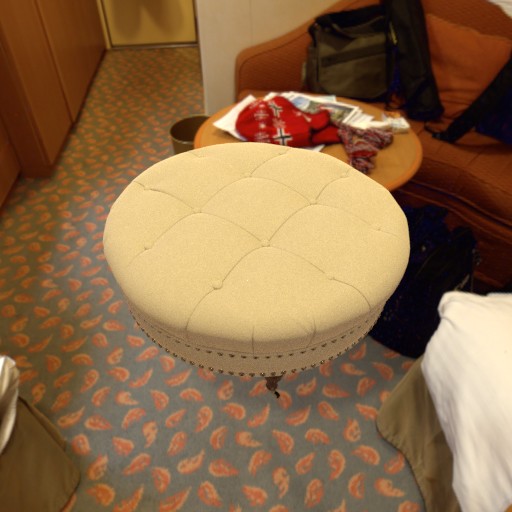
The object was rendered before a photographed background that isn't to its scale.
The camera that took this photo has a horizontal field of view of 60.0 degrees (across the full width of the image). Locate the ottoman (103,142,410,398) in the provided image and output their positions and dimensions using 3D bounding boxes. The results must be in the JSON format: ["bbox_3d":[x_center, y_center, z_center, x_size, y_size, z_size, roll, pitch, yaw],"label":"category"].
[{"bbox_3d":[0.000,0.000,1.431,0.901,0.439,0.901,0,42,0],"label":"ottoman"}]
